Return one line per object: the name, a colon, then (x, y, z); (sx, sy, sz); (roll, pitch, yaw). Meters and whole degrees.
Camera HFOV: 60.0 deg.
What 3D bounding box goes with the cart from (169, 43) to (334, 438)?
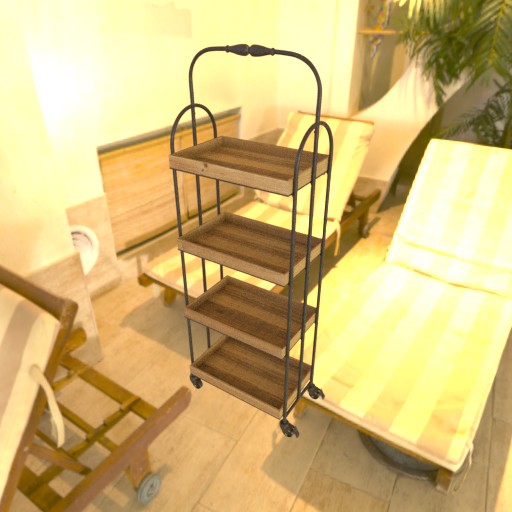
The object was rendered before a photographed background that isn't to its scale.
cart: (0.000, 0.000, 1.715); (0.581, 1.481, 0.308); (18, 34, 28)
